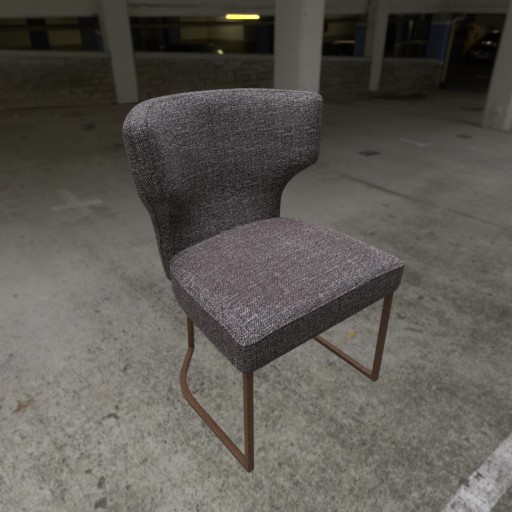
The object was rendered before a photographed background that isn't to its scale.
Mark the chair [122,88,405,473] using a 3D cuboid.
[{"bbox_3d":[0.000,0.000,1.255,0.611,0.824,0.617,-21,36,-33],"label":"chair"}]
